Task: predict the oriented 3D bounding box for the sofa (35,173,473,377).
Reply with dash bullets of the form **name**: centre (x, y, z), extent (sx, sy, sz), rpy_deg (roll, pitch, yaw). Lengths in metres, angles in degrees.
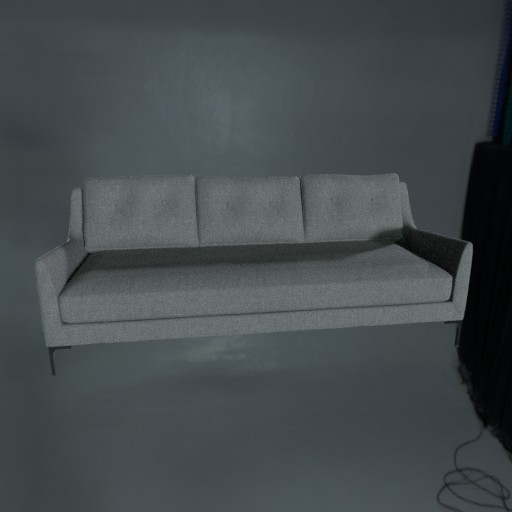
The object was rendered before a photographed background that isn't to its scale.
- **sofa**: centre (0.000, 0.000, 2.440), extent (2.060, 0.837, 0.849), rpy_deg (-2, 16, -8)
